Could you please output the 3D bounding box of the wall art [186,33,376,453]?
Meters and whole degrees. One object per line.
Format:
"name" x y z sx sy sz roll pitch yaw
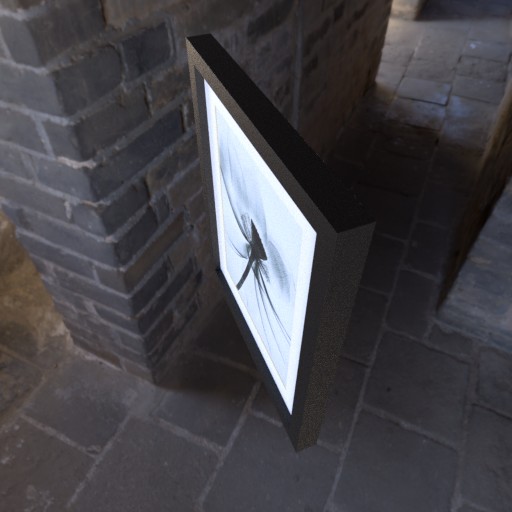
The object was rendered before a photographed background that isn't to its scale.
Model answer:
"wall art" 0.000 0.000 0.520 0.029 0.381 0.330 -17 49 -15
